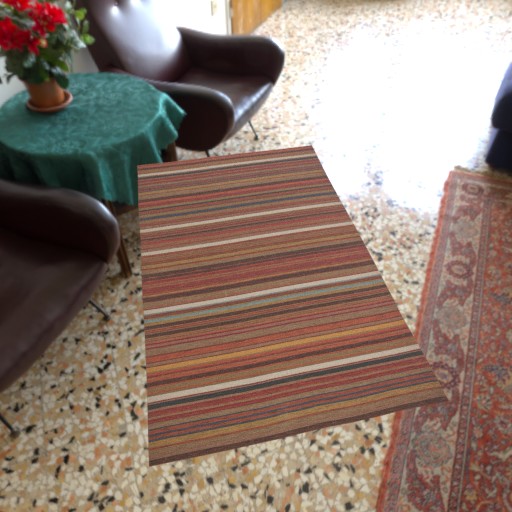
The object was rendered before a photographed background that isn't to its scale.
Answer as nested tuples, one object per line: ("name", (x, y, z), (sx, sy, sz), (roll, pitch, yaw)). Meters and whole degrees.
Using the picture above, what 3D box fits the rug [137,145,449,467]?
("rug", (0.000, 0.000, 2.985), (1.523, 0.008, 2.438), (-9, 47, -8))
